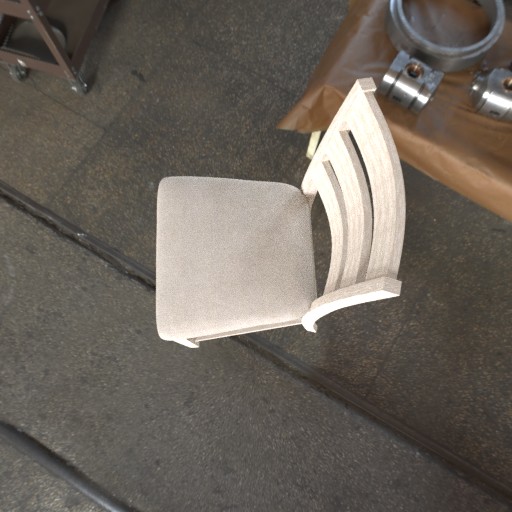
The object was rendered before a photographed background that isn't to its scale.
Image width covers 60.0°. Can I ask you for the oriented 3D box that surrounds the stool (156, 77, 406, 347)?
[{"bbox_3d":[0.000,0.000,1.328,0.569,1.032,0.484,-2,76,-1],"label":"stool"}]
